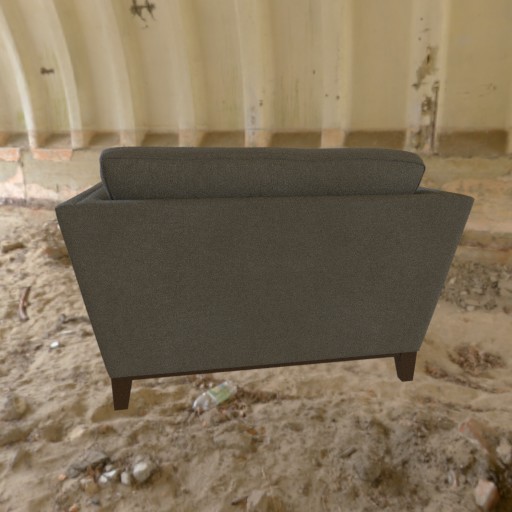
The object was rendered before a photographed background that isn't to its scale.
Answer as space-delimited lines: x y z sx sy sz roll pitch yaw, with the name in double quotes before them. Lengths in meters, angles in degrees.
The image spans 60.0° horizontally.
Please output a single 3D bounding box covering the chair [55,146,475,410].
"chair" 0.000 0.000 1.963 1.396 0.942 0.965 -3 14 -10
